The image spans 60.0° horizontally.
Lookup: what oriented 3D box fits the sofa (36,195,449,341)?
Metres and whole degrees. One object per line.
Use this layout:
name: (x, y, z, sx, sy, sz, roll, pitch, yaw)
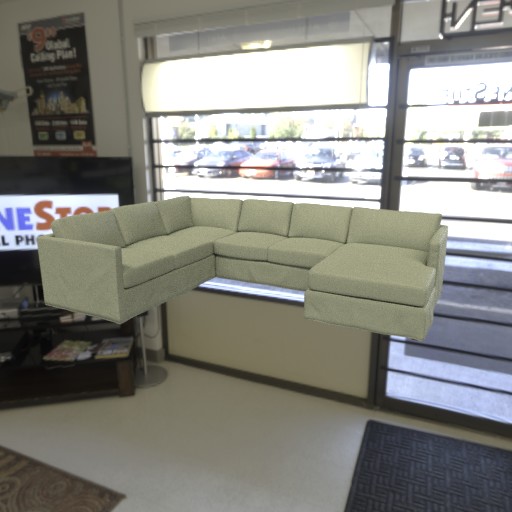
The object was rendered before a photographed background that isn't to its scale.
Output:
sofa: (0.000, 0.000, 4.523, 3.460, 0.882, 2.427, 7, 16, 26)
